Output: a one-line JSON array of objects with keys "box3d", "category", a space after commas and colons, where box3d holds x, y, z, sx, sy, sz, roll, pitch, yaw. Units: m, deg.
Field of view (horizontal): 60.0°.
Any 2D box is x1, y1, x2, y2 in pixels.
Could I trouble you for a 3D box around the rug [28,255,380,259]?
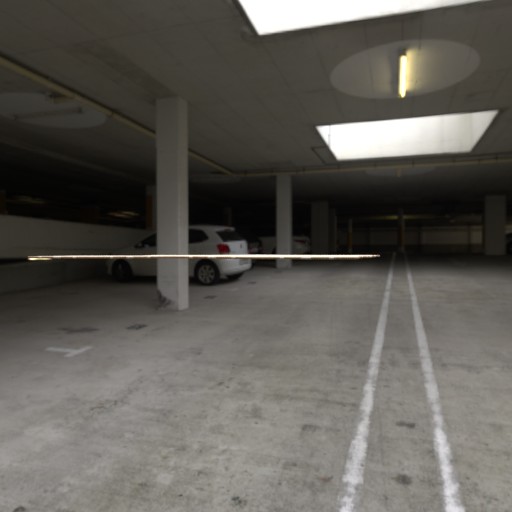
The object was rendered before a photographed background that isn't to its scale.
[{"box3d": [0.000, 0.000, 2.226, 1.152, 0.013, 1.761, 0, 0, 18], "category": "rug"}]
